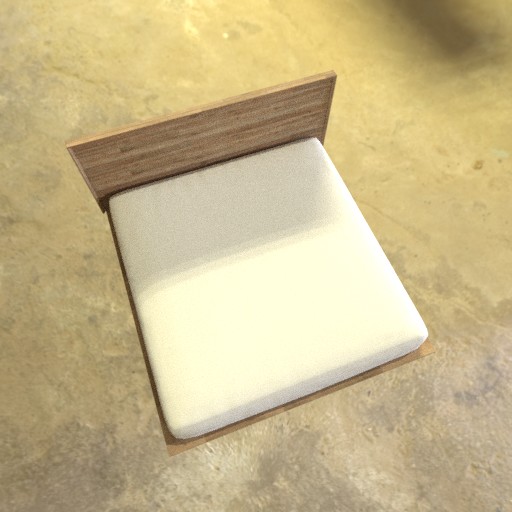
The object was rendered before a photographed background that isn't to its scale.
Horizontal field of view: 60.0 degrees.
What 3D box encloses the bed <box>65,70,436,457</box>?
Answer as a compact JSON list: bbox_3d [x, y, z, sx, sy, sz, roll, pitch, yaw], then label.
[{"bbox_3d":[0.000,0.000,3.358,2.116,1.100,2.167,-18,64,-9],"label":"bed"}]
